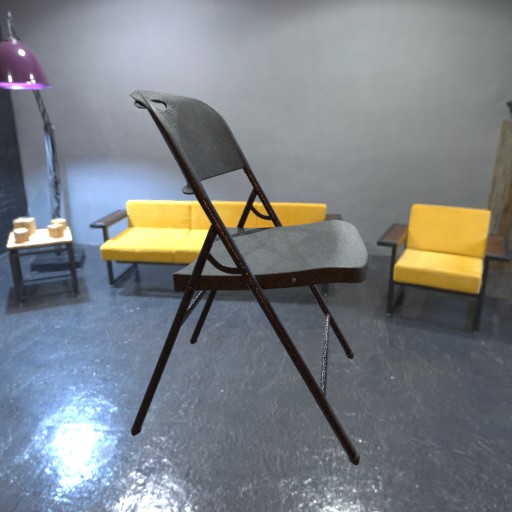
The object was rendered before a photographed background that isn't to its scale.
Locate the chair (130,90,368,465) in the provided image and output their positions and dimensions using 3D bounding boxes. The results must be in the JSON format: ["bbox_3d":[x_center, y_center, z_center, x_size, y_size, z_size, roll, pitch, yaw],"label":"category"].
[{"bbox_3d":[0.000,0.000,1.153,0.566,0.810,0.494,3,18,10],"label":"chair"}]
